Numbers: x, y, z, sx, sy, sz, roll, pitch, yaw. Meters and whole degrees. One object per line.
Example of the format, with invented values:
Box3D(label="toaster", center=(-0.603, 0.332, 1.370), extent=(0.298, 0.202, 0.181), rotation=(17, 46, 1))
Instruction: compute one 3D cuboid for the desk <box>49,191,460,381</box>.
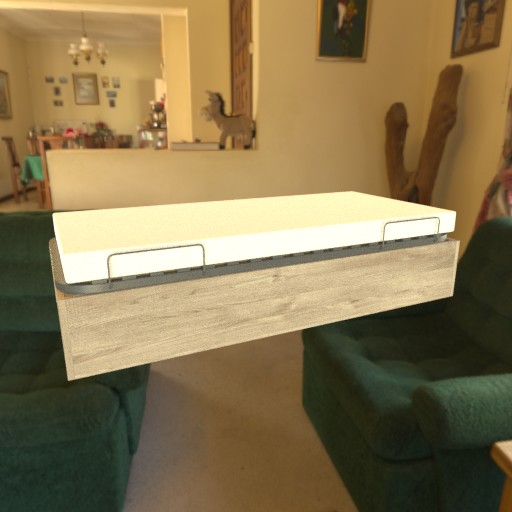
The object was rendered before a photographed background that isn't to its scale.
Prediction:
Box3D(label="desk", center=(0.000, 0.000, 2.277), extent=(1.900, 0.455, 0.900), rotation=(-8, 18, -25))
